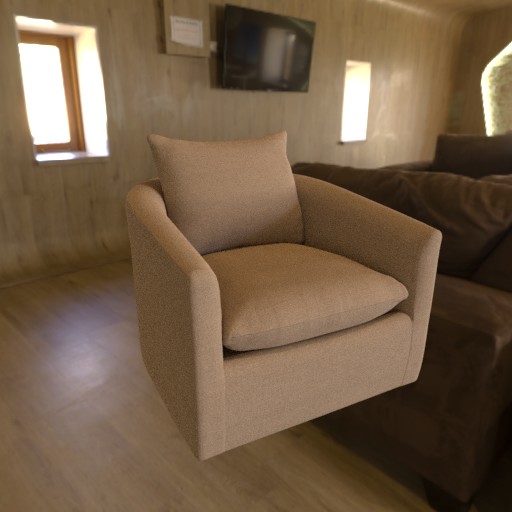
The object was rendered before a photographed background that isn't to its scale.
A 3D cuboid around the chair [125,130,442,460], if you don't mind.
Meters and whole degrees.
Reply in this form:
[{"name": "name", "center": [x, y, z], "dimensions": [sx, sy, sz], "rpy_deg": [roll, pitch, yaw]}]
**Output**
[{"name": "chair", "center": [0.000, 0.000, 1.598], "dimensions": [0.845, 0.848, 0.910], "rpy_deg": [-9, 20, -27]}]
